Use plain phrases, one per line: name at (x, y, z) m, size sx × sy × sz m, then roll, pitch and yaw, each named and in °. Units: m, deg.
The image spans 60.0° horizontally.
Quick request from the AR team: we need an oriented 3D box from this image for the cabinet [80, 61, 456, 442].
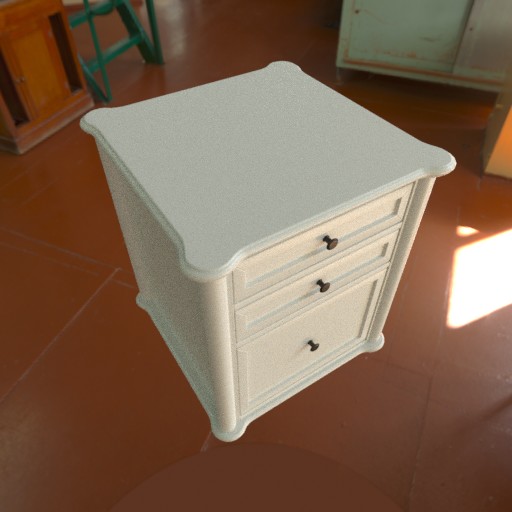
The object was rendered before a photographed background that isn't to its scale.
cabinet at (0.000, 0.000, 1.245) m, size 0.628 × 0.761 × 0.627 m, roll -25°, pitch 50°, yaw -22°
